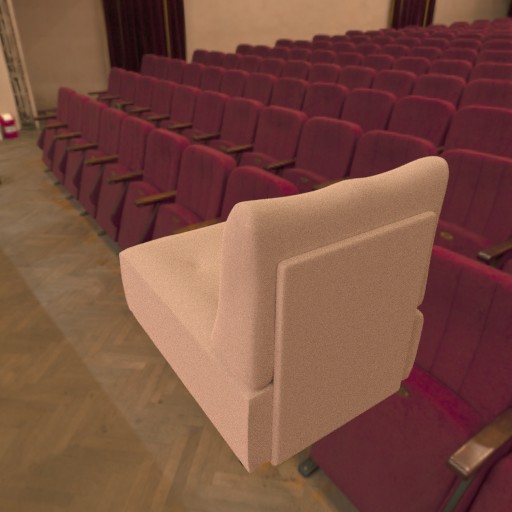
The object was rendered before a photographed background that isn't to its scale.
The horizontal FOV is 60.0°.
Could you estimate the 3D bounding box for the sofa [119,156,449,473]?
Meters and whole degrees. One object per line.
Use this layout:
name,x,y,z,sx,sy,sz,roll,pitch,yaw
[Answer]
sofa,0.000,0.000,1.577,0.700,0.820,1.000,-18,33,-29
